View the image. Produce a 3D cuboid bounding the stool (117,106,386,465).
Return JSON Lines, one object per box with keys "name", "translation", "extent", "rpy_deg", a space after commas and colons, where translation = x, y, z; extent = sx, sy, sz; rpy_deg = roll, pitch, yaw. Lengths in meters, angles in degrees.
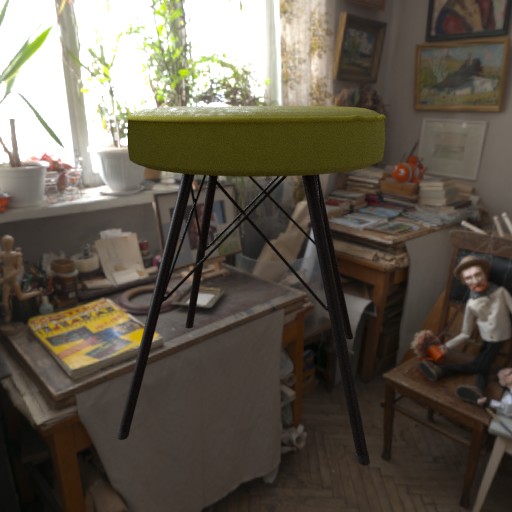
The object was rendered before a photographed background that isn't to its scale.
{"name": "stool", "translation": [0.000, 0.000, 0.793], "extent": [0.409, 0.508, 0.409], "rpy_deg": [3, 19, 8]}
